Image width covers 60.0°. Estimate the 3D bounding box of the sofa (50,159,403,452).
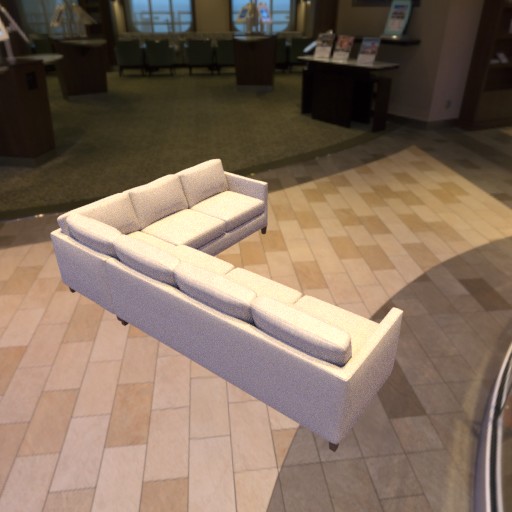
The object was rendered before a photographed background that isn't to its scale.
[{"bbox_3d":[0.000,0.000,4.507,3.333,0.934,2.522,21,36,32],"label":"sofa"}]
